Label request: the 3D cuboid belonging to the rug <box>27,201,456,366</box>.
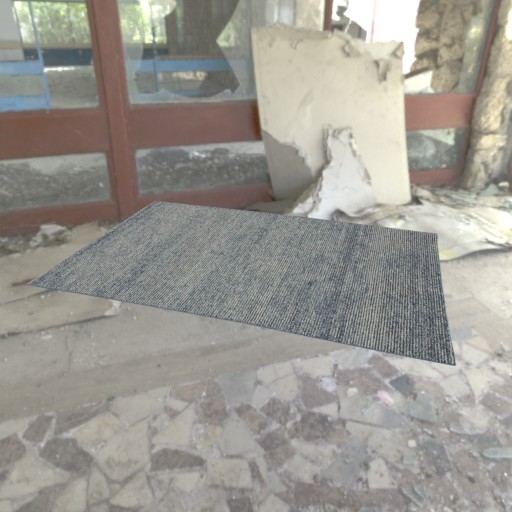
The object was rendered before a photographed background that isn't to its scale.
[{"bbox_3d":[0.000,0.000,2.214,1.777,0.021,1.145,8,28,16],"label":"rug"}]
